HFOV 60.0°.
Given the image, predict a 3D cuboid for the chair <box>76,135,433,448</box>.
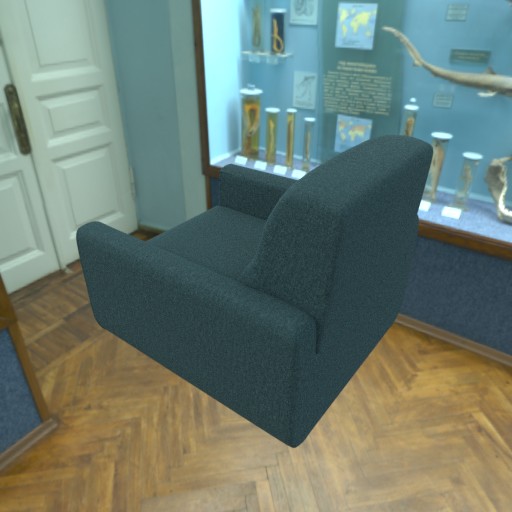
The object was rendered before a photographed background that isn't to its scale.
[{"bbox_3d":[0.000,0.000,1.670,0.964,0.940,0.880,21,37,31],"label":"chair"}]
